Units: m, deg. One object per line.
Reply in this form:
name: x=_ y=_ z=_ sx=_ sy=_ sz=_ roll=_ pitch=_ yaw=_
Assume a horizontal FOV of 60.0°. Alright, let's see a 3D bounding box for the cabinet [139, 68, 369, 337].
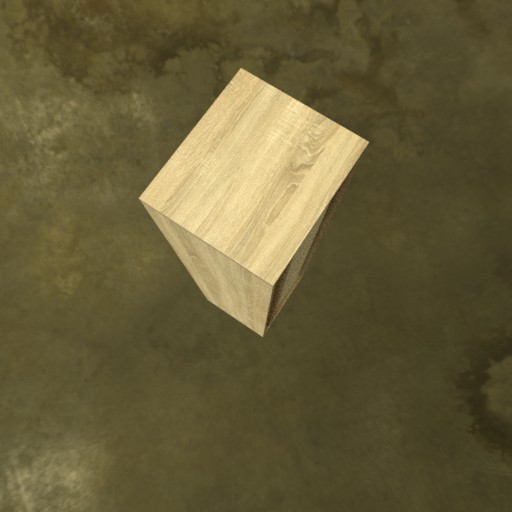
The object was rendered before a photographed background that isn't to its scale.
cabinet: x=0.000 y=0.000 z=2.213 sx=0.450 sy=1.960 sz=0.510 roll=33 pitch=78 yaw=8
